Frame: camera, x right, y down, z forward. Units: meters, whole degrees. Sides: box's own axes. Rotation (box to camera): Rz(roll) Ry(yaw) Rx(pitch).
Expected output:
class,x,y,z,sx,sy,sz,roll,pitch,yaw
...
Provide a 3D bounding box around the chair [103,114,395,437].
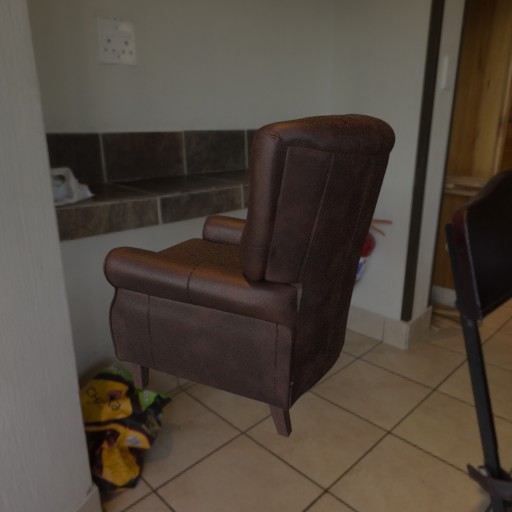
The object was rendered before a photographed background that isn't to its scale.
class,x,y,z,sx,sy,sz,roll,pitch,yaw
chair,0.000,0.000,1.907,1.058,1.158,0.948,8,19,25
